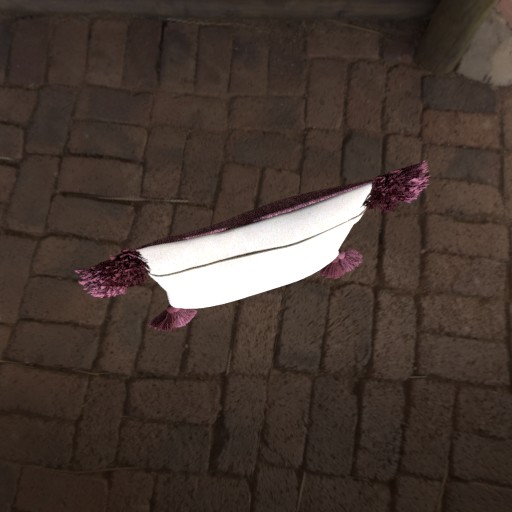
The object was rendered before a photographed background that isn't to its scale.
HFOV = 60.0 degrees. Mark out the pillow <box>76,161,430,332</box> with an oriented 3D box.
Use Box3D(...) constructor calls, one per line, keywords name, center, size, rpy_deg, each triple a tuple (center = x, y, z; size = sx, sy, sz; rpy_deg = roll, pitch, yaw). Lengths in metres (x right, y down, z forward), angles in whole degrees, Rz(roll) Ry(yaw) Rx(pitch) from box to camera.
Box3D(name="pillow", center=(0.000, 0.000, 1.010), size=(0.641, 0.659, 0.138), rpy_deg=(-17, 74, -5))
